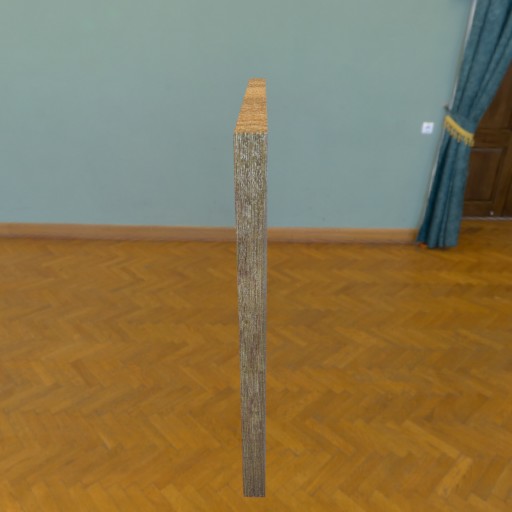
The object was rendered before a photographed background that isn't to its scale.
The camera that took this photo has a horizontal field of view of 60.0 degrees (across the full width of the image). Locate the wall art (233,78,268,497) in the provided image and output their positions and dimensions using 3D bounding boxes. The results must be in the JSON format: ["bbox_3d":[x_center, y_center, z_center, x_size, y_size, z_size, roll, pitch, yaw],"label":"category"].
[{"bbox_3d":[0.000,0.000,0.880,0.042,0.608,0.611,0,27,1],"label":"wall art"}]
